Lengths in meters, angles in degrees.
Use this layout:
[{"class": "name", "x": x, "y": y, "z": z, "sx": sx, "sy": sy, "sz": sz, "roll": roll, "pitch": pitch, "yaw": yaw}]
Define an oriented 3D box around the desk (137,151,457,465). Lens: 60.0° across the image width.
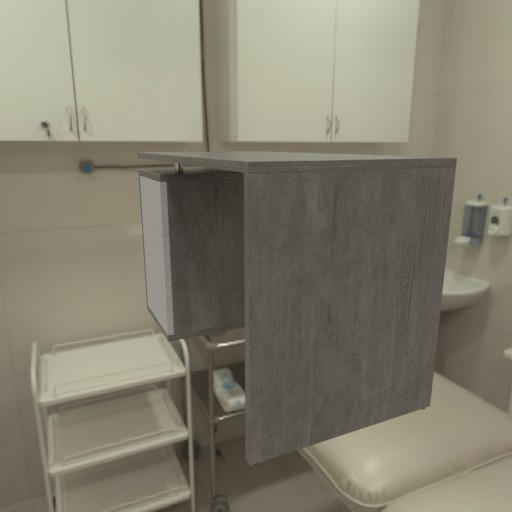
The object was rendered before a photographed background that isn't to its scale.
[{"class": "desk", "x": 0.000, "y": 0.000, "z": 1.654, "sx": 0.600, "sy": 0.740, "sz": 1.200, "roll": -7, "pitch": 16, "yaw": -24}]
